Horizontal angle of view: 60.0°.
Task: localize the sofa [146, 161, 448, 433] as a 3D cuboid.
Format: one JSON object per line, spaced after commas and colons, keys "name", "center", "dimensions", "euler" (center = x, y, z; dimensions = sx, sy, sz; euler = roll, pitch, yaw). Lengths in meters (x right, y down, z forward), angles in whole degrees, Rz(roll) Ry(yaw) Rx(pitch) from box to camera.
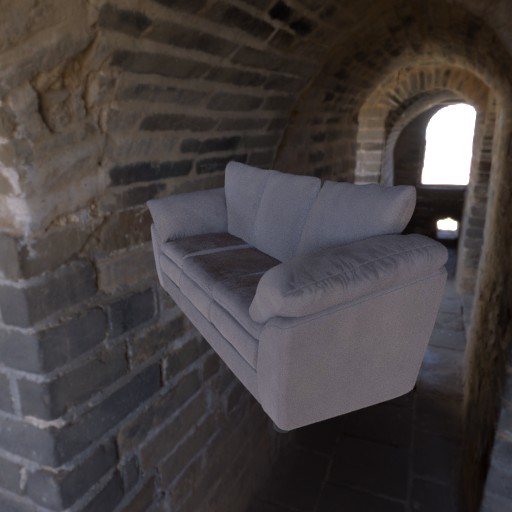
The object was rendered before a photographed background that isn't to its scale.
{"name": "sofa", "center": [0.000, 0.000, 2.839], "dimensions": [0.878, 1.073, 2.336], "euler": [-7, 17, -25]}
